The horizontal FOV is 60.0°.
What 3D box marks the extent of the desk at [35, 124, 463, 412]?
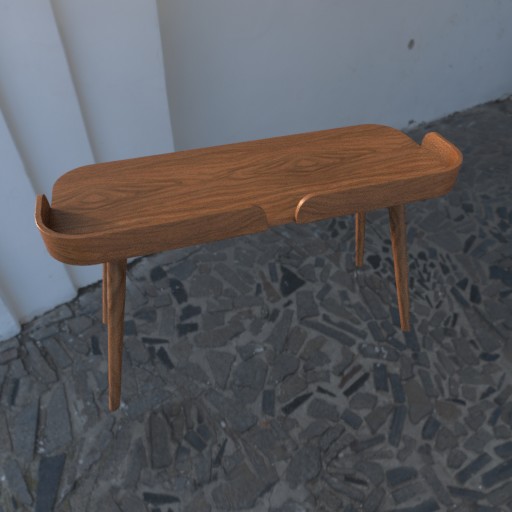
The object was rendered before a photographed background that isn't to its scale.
[{"bbox_3d":[0.000,0.000,1.620,1.256,0.800,0.486,-12,43,-13],"label":"desk"}]
